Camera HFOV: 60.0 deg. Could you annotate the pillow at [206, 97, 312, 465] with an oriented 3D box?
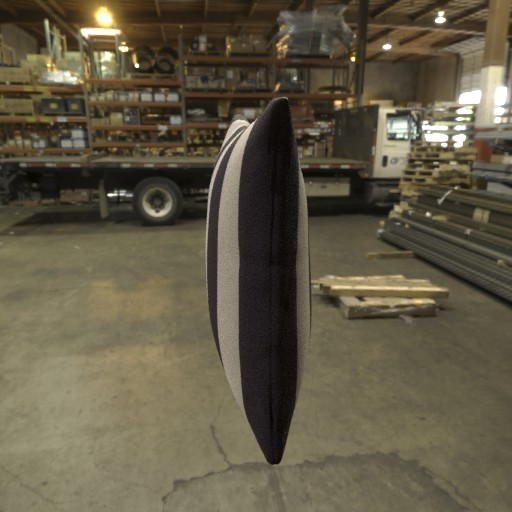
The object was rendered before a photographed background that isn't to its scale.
[{"bbox_3d":[0.000,0.000,0.830,0.189,0.526,0.536,-2,15,-9],"label":"pillow"}]
